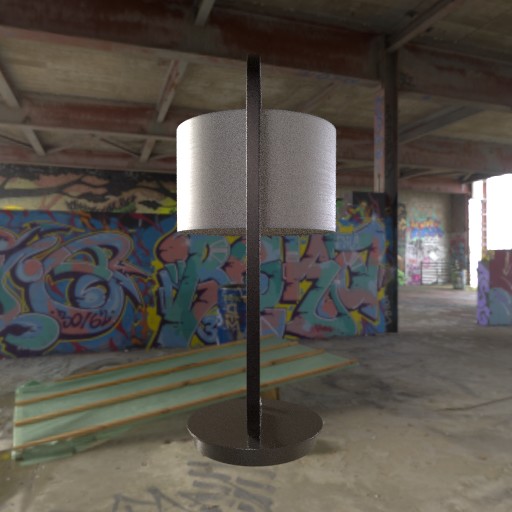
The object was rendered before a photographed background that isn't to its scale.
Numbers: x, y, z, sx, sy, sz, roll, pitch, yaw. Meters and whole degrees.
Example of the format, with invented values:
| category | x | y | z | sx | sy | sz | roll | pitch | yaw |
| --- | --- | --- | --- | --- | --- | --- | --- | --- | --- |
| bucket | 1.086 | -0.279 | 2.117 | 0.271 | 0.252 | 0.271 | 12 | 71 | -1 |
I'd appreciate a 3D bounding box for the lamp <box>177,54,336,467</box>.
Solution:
| category | x | y | z | sx | sy | sz | roll | pitch | yaw |
| --- | --- | --- | --- | --- | --- | --- | --- | --- | --- |
| lamp | 0.000 | 0.000 | 0.622 | 0.230 | 0.473 | 0.288 | 0 | 0 | 1 |
